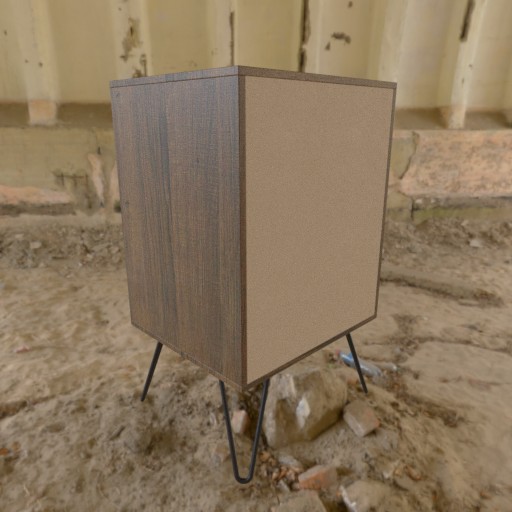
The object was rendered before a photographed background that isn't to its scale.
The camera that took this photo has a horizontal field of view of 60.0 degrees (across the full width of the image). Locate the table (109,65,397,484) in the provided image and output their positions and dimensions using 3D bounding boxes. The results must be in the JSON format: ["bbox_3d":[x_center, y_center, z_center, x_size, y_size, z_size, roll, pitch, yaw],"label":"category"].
[{"bbox_3d":[0.000,0.000,1.181,0.526,0.866,0.457,-16,23,-42],"label":"table"}]
